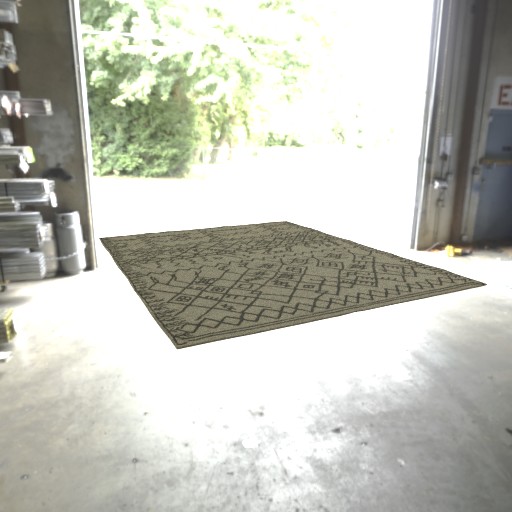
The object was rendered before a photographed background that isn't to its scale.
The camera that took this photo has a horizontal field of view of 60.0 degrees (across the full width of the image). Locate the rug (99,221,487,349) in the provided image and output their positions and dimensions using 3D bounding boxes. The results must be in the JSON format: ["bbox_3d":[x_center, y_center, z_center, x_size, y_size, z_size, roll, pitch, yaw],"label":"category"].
[{"bbox_3d":[0.000,0.000,3.331,1.964,0.025,2.455,-7,16,-25],"label":"rug"}]
